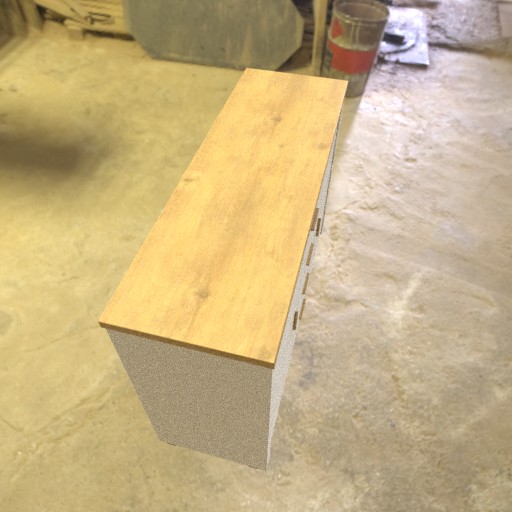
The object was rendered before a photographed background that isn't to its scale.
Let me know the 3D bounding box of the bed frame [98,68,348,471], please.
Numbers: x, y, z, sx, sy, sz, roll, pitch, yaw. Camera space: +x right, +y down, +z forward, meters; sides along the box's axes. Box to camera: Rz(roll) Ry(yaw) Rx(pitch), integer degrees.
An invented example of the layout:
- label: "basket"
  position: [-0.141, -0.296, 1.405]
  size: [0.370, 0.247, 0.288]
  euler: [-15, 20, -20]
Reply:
- label: "bed frame"
  position: [0.000, 0.000, 1.743]
  size: [0.430, 0.850, 1.300]
  euler: [11, 50, 10]
